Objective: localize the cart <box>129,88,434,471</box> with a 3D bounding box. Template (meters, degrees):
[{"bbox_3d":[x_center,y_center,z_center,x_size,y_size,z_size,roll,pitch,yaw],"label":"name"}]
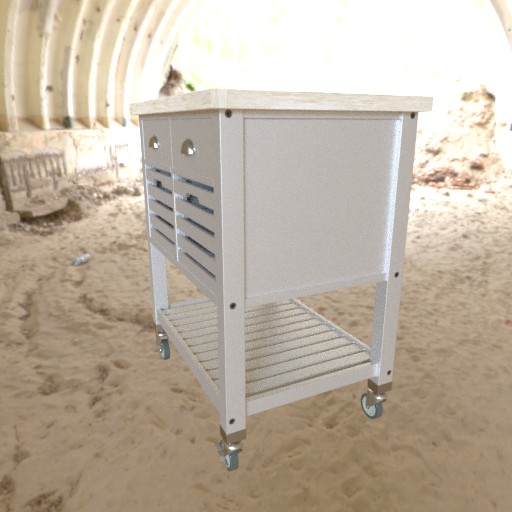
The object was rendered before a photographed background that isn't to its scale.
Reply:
[{"bbox_3d":[0.000,0.000,1.382,0.559,0.914,0.762,-8,18,-25],"label":"cart"}]
